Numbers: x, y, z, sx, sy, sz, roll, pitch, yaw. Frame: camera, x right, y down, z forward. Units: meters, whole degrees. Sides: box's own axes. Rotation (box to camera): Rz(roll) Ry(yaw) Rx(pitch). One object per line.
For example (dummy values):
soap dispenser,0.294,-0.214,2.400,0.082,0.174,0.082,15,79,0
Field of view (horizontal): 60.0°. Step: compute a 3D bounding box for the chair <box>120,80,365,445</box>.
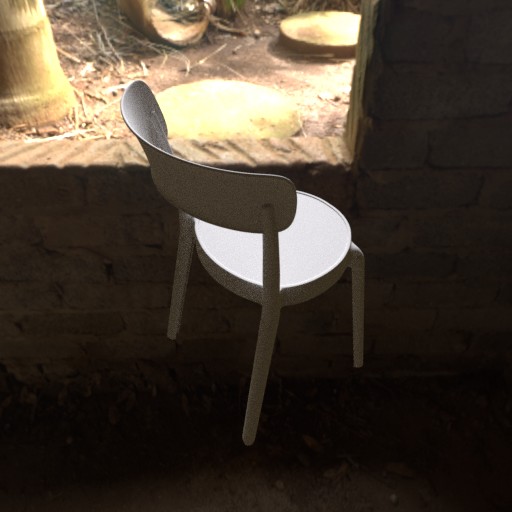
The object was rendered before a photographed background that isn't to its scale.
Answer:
chair,0.000,0.000,1.109,0.491,0.790,0.506,-25,47,-26
